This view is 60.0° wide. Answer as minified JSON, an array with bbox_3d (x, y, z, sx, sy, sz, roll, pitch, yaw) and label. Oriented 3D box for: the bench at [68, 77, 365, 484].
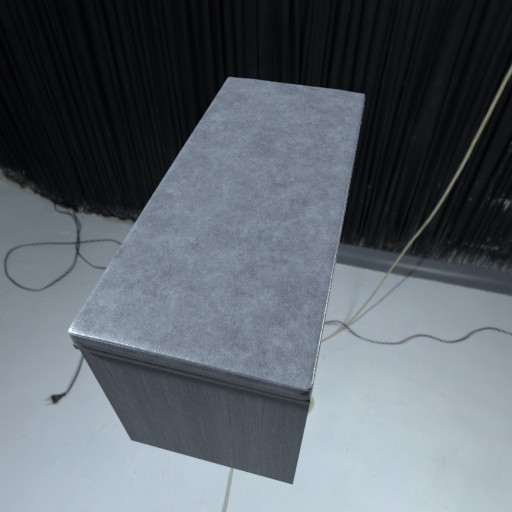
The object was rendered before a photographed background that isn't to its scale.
[{"bbox_3d":[0.000,0.000,1.151,0.401,0.501,0.905,11,49,10],"label":"bench"}]
